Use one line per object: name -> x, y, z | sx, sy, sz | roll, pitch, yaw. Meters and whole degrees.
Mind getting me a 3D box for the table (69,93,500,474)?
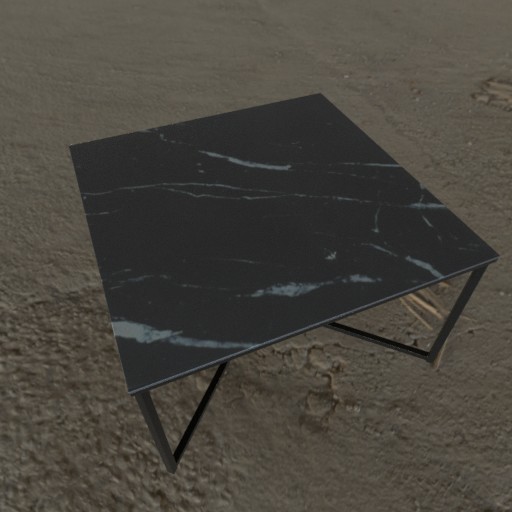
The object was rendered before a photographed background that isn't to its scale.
table -> 0.000, 0.000, 1.258 | 0.800, 0.450, 0.800 | -17, 49, -16
